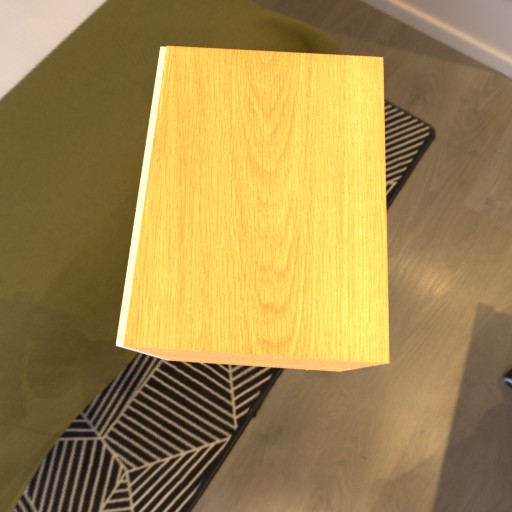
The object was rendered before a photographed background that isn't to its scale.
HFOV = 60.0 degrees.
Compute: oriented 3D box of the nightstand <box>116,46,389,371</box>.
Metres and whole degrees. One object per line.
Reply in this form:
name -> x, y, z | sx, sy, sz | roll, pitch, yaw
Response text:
nightstand -> 0.000, 0.000, 0.829 | 0.316, 0.601, 0.400 | 3, 74, 1
